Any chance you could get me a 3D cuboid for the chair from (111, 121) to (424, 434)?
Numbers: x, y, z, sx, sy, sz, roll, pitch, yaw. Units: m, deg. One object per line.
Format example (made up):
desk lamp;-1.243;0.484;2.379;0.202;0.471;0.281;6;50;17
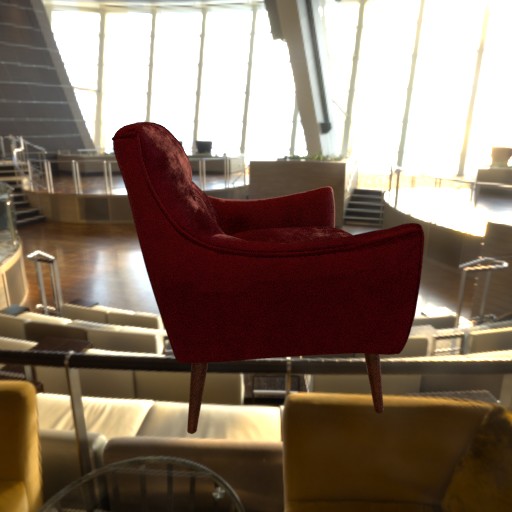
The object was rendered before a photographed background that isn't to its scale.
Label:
chair;0.000;0.000;1.446;0.787;0.838;0.762;-3;17;-9
